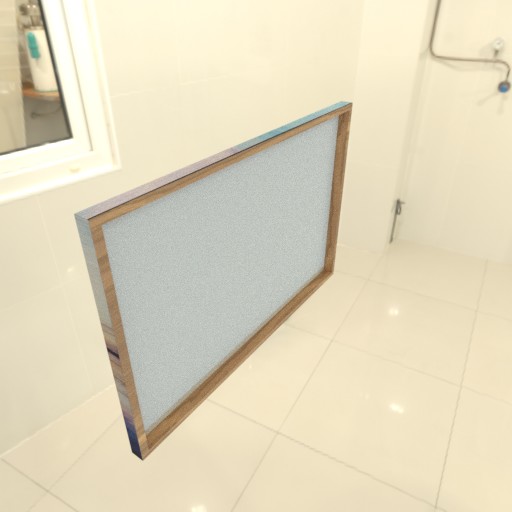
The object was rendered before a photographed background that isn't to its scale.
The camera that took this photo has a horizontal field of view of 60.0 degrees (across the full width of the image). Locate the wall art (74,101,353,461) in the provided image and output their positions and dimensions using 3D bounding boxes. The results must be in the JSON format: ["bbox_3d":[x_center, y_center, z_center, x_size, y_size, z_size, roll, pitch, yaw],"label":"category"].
[{"bbox_3d":[0.000,0.000,1.149,0.037,0.605,0.911,21,38,30],"label":"wall art"}]
